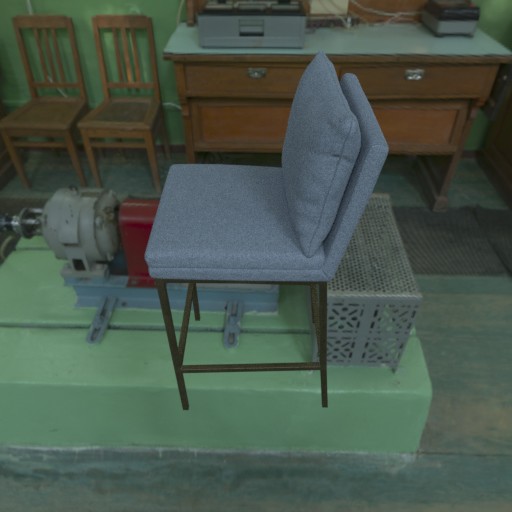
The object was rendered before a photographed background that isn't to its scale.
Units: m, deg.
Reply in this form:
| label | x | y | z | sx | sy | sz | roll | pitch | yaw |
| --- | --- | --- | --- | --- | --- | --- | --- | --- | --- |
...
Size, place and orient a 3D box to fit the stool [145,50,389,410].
| label | x | y | z | sx | sy | sz | roll | pitch | yaw |
| --- | --- | --- | --- | --- | --- | --- | --- | --- | --- |
| stool | 0.000 | 0.000 | 1.421 | 0.569 | 1.130 | 0.463 | 0 | 42 | 0 |
